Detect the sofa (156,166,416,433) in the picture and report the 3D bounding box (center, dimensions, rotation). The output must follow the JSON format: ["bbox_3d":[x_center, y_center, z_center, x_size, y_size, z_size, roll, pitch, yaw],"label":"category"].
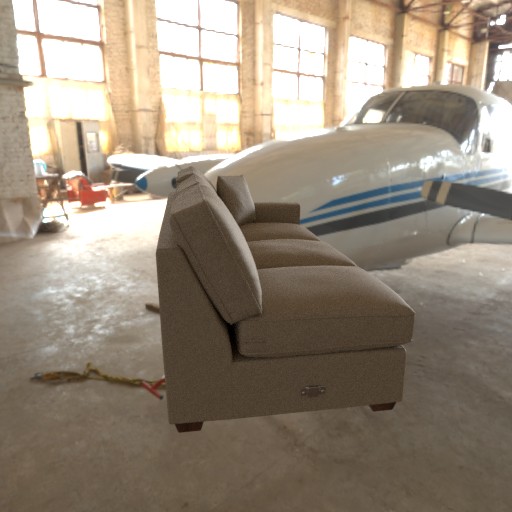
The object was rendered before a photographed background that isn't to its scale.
[{"bbox_3d":[0.000,0.000,2.621,1.034,0.946,1.963,-2,15,-9],"label":"sofa"}]
